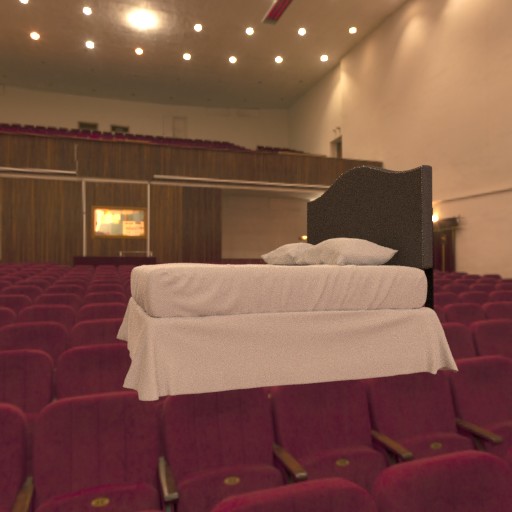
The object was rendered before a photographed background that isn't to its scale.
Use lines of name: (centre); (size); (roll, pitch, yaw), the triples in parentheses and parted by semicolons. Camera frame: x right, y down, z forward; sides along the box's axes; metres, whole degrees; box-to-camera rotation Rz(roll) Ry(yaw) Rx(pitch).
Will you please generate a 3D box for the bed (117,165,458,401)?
bed: (0.000, 0.000, 3.774); (2.219, 1.651, 2.314); (0, -1, -18)
